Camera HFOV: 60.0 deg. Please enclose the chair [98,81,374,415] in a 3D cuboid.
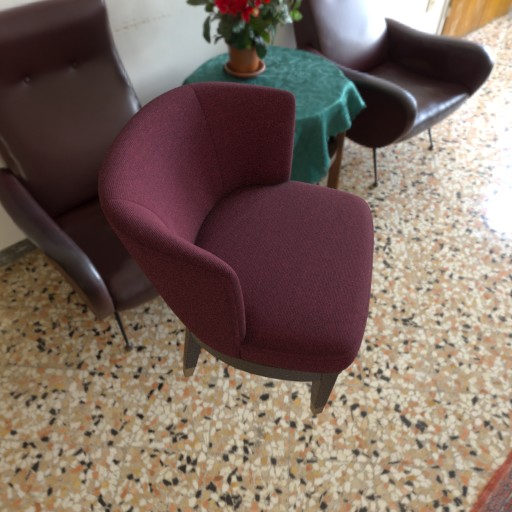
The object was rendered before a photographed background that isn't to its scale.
[{"bbox_3d":[0.000,0.000,1.285,0.660,0.760,0.700,10,49,9],"label":"chair"}]
